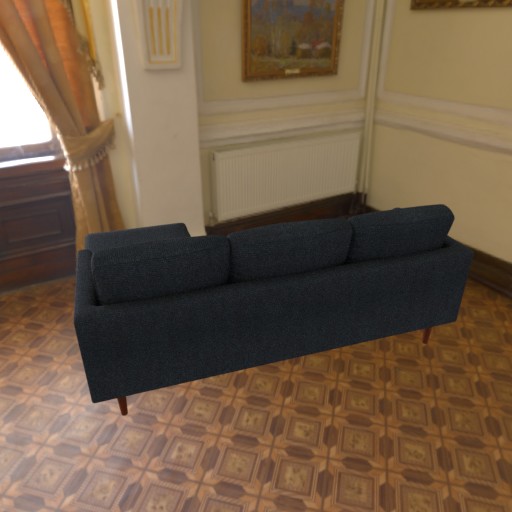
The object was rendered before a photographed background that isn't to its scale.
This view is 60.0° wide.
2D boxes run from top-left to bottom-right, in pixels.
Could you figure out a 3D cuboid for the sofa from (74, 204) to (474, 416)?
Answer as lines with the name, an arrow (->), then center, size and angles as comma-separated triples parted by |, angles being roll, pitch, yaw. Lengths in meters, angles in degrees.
sofa -> 0.000, 0.000, 3.021 | 2.233, 0.956, 1.504 | -9, 29, -16
